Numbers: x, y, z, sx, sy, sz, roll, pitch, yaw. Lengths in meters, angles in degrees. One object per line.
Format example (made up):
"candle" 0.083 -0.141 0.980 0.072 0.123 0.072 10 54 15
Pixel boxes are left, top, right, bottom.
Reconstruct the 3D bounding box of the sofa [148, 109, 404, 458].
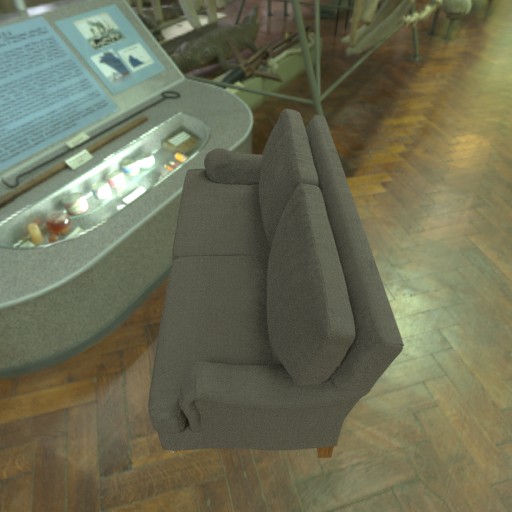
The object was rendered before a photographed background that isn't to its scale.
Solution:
"sofa" 0.000 0.000 2.763 1.086 1.087 2.165 -1 42 -1
